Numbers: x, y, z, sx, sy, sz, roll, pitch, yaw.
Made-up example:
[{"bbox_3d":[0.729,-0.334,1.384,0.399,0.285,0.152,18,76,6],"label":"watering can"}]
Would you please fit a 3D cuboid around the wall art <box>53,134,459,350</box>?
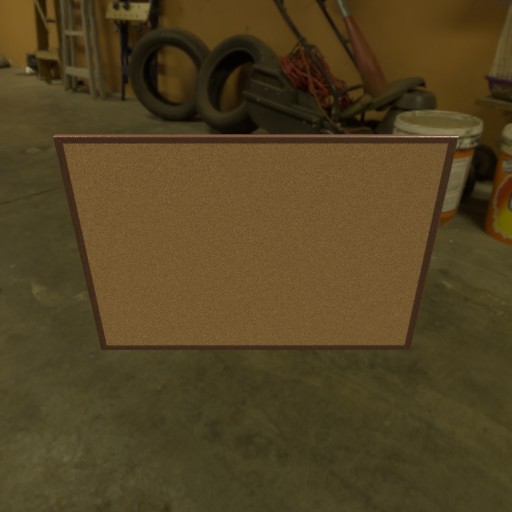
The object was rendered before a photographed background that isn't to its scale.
[{"bbox_3d":[0.000,0.000,0.839,0.660,0.455,0.014,0,30,0],"label":"wall art"}]
